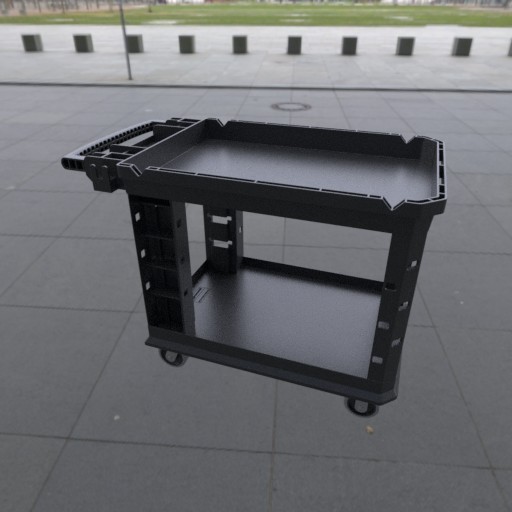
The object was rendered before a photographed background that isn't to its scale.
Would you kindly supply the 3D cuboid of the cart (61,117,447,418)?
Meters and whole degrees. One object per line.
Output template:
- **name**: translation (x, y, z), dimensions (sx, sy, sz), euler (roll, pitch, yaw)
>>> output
- **cart**: translation (0.000, 0.000, 1.762), dimensions (1.239, 0.884, 0.674), euler (10, 32, 17)
